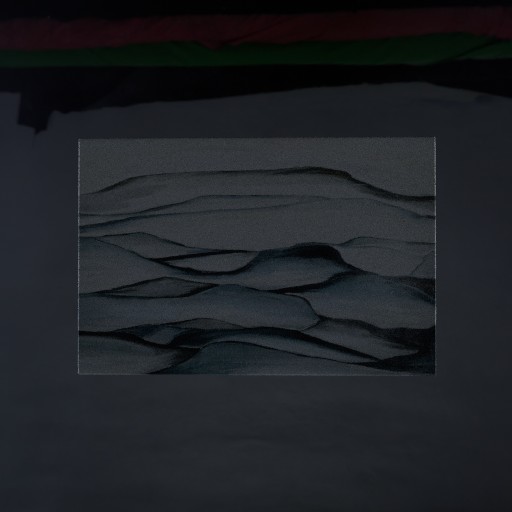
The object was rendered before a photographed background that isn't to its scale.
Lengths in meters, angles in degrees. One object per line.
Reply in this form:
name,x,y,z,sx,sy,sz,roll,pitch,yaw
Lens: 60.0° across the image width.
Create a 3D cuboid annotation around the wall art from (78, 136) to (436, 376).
wall art,0.000,0.000,1.152,0.914,0.609,0.039,0,0,1
